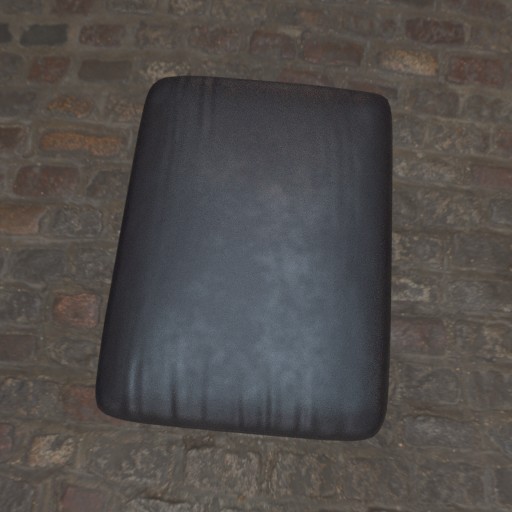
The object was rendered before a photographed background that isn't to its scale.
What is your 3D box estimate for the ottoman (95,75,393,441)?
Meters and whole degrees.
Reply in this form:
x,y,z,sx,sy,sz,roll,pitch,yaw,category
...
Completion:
x,y,z,sx,sy,sz,roll,pitch,yaw,category
0.000,0.000,1.053,0.570,0.402,0.764,5,75,1,ottoman
